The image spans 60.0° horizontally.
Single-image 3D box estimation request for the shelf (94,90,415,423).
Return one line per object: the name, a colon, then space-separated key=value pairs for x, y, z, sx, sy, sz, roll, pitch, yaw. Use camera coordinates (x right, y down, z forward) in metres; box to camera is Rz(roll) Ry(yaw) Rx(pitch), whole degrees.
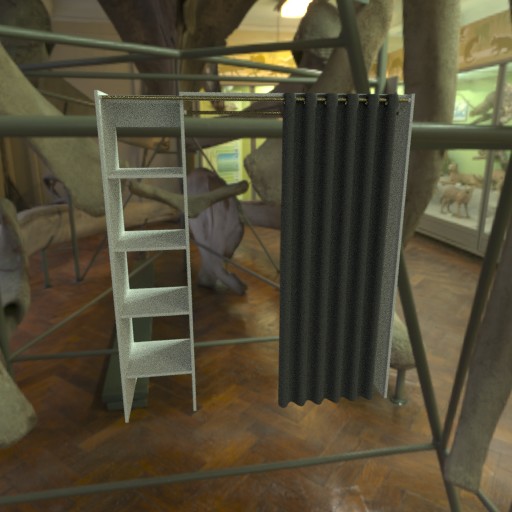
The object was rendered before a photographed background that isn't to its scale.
shelf: x=0.000 y=0.000 z=2.647 sx=1.600 sy=1.810 sz=0.500 roll=-2 pitch=16 yaw=-8
